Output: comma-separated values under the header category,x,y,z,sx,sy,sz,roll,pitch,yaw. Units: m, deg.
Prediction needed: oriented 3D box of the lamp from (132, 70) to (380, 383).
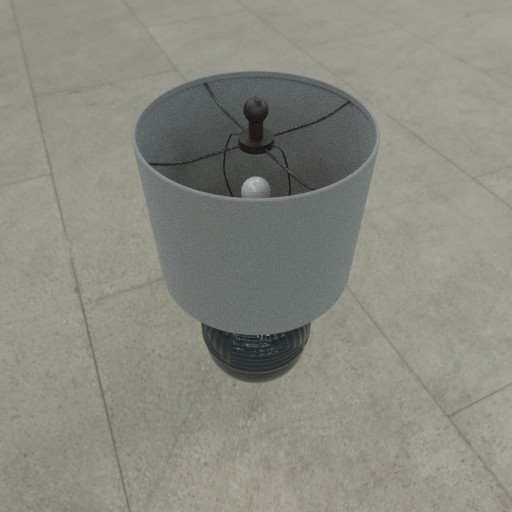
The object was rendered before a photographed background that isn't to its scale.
category,x,y,z,sx,sy,sz,roll,pitch,yaw
lamp,0.000,0.000,0.755,0.318,0.567,0.318,0,46,0
